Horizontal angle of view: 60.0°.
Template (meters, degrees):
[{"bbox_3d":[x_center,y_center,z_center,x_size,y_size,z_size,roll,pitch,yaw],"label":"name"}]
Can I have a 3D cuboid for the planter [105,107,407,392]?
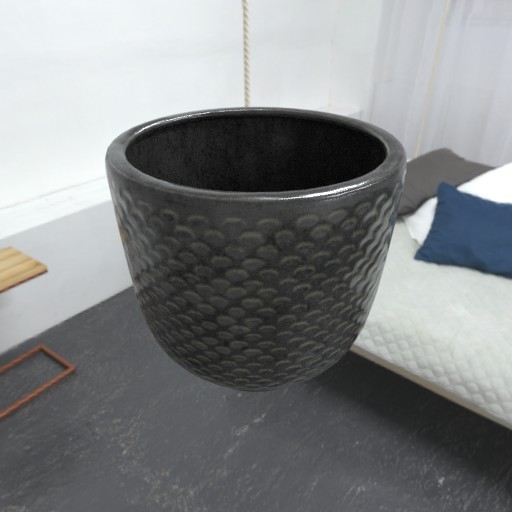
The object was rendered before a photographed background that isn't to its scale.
[{"bbox_3d":[0.000,0.000,0.244,0.140,0.129,0.140,0,32,0],"label":"planter"}]
